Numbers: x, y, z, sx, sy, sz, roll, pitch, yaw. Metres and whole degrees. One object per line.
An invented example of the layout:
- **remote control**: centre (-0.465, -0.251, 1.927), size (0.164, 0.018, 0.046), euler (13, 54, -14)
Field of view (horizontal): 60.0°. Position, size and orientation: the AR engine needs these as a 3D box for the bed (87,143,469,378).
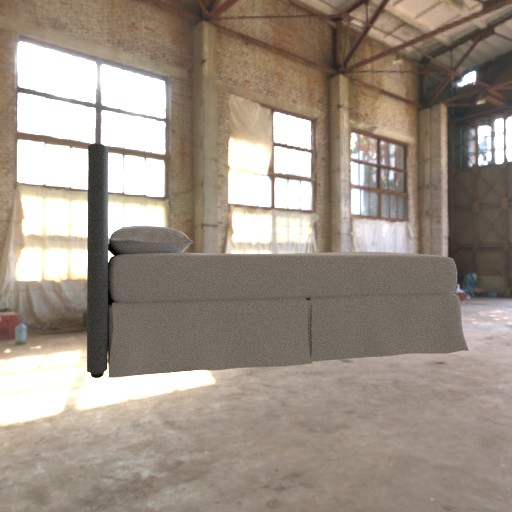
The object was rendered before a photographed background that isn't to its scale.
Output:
- **bed**: centre (0.000, 0.000, 3.884), size (2.689, 1.457, 2.161), euler (0, -1, -19)
